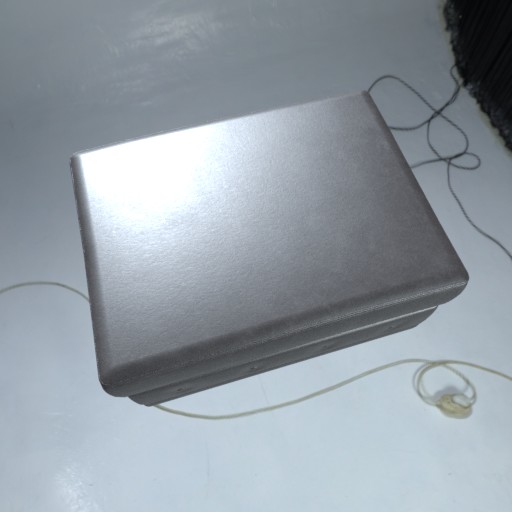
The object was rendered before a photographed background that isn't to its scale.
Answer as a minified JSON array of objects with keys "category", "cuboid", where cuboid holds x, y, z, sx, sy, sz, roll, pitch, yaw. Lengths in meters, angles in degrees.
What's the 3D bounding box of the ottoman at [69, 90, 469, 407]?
[{"category":"ottoman","cuboid":[0.000,0.000,1.194,0.795,0.498,0.590,-15,65,-7]}]
